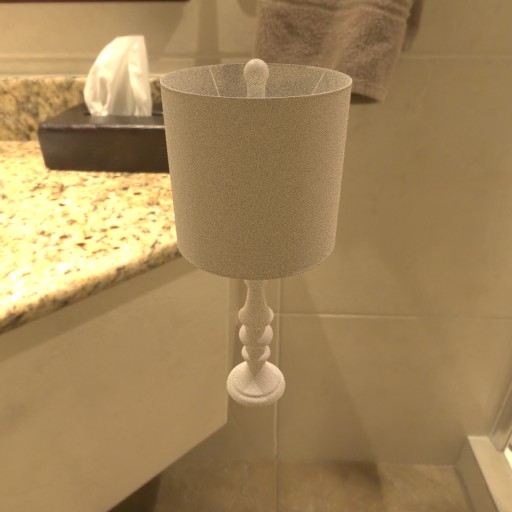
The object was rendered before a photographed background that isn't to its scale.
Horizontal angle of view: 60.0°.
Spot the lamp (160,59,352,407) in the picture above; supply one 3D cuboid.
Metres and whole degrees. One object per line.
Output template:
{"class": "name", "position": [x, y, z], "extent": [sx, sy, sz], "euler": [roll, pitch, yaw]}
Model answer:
{"class": "lamp", "position": [0.000, 0.000, 0.729], "extent": [0.250, 0.597, 0.250], "euler": [-20, 37, -29]}
